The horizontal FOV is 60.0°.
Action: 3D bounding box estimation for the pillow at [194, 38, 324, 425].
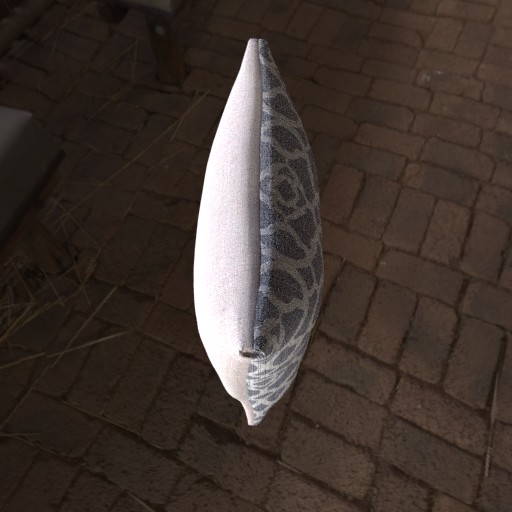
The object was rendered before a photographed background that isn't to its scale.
[{"bbox_3d":[0.000,0.000,0.789,0.215,0.498,0.508,1,62,0],"label":"pillow"}]
